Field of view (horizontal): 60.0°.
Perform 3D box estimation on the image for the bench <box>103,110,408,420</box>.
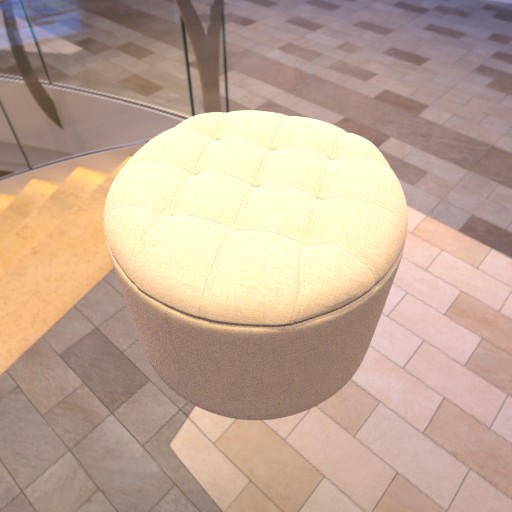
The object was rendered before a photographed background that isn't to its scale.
[{"bbox_3d":[0.000,0.000,1.011,0.600,0.454,0.600,0,48,0],"label":"bench"}]
